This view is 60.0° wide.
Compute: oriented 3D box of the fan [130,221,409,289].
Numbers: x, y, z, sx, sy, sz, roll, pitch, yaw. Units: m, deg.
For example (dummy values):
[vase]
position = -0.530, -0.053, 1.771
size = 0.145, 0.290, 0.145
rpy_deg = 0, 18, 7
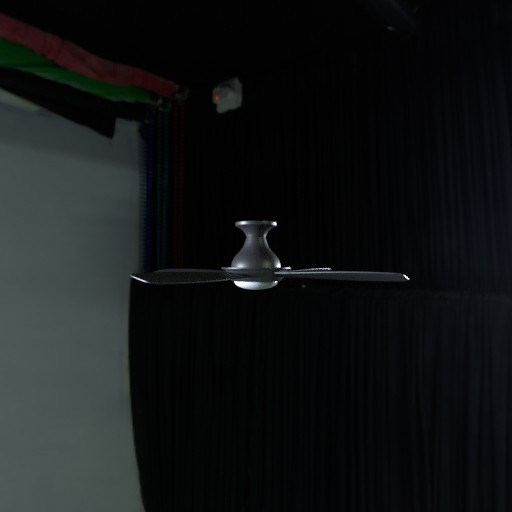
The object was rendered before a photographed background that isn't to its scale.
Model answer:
[fan]
position = 0.000, 0.000, 2.529
size = 1.694, 0.382, 1.694
rpy_deg = -1, -1, 35
